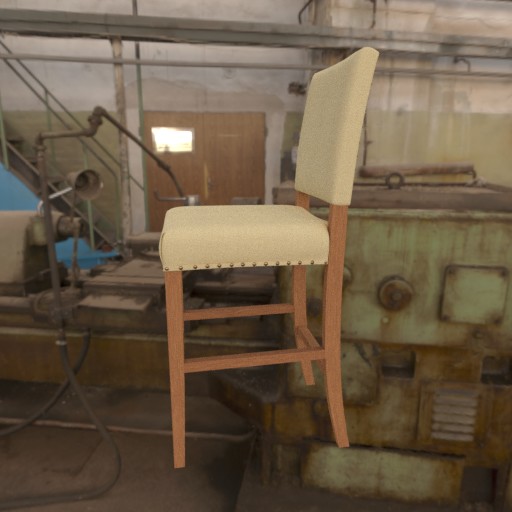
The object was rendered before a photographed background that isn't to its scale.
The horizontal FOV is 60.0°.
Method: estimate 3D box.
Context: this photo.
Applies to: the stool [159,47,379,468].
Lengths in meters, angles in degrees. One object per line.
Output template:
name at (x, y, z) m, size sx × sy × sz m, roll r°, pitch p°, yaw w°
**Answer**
stool at (0.000, 0.000, 1.420) m, size 0.584 × 1.168 × 0.445 m, roll -2°, pitch 14°, yaw -9°
